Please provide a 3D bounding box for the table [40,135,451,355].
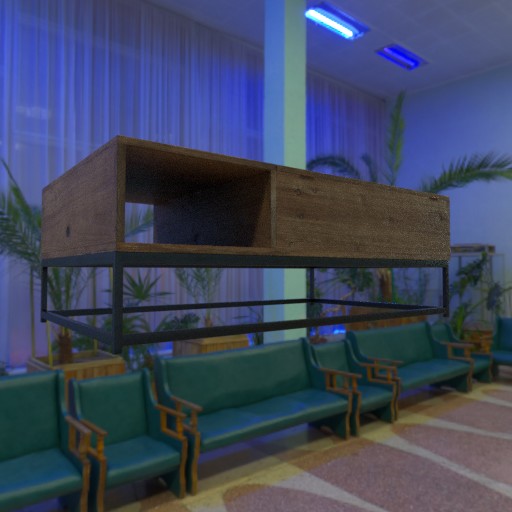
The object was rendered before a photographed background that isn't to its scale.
[{"bbox_3d":[0.000,0.000,1.376,1.101,0.395,0.655,2,-3,-37],"label":"table"}]
